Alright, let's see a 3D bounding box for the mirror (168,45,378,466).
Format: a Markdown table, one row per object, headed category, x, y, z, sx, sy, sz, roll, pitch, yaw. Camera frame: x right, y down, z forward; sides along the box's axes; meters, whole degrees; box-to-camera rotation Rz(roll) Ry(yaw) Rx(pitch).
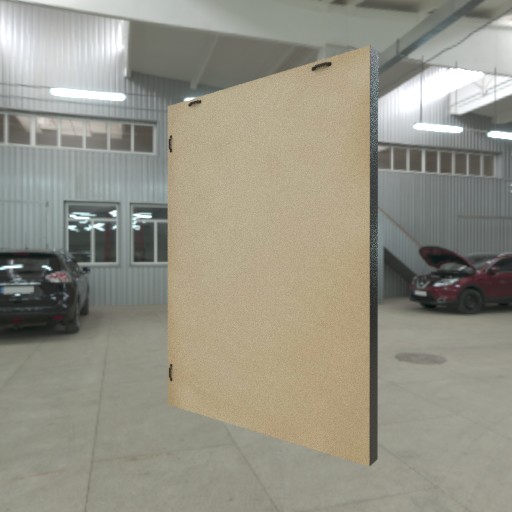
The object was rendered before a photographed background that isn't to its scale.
| category | x | y | z | sx | sy | sz | roll | pitch | yaw |
| --- | --- | --- | --- | --- | --- | --- | --- | --- | --- |
| mirror | 0.000 | 0.000 | 0.913 | 0.507 | 0.710 | 0.040 | 0 | 0 | 38 |
